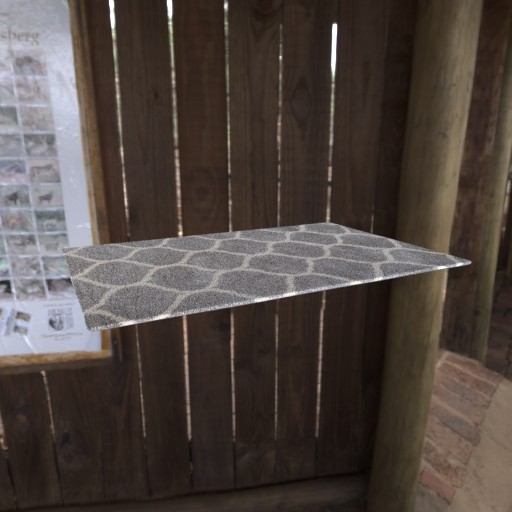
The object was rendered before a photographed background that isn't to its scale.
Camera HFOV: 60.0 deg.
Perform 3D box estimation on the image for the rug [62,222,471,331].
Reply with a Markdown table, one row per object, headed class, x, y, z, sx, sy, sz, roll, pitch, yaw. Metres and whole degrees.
| class | x | y | z | sx | sy | sz | roll | pitch | yaw |
| --- | --- | --- | --- | --- | --- | --- | --- | --- | --- |
| rug | 0.000 | 0.000 | 3.477 | 2.701 | 0.026 | 1.801 | -7 | 16 | -26 |
